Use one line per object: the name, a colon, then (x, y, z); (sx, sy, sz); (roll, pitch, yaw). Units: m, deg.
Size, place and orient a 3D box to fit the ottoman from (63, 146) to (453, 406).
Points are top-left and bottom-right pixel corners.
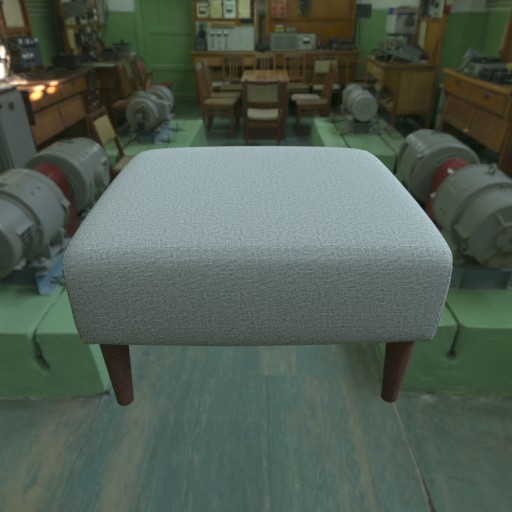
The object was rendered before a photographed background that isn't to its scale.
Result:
ottoman: (0.000, 0.000, 1.056); (0.650, 0.398, 0.649); (0, 29, -1)
